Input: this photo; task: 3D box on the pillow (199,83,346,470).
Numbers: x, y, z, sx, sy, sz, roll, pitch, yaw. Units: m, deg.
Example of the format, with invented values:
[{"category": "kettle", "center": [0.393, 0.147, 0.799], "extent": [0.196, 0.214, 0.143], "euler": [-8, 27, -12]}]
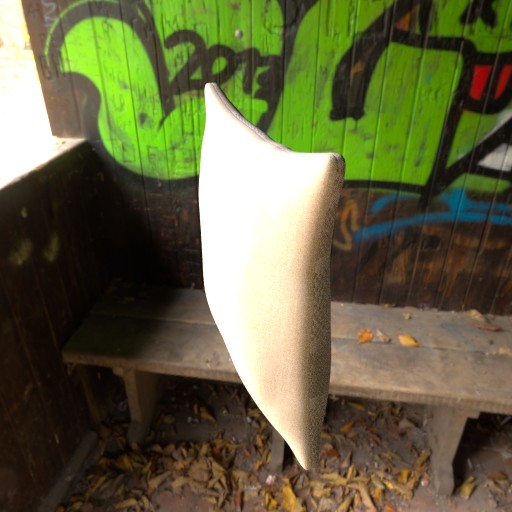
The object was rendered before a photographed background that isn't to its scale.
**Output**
[{"category": "pillow", "center": [0.000, 0.000, 0.666], "extent": [0.138, 0.432, 0.436], "euler": [-10, 32, -17]}]
